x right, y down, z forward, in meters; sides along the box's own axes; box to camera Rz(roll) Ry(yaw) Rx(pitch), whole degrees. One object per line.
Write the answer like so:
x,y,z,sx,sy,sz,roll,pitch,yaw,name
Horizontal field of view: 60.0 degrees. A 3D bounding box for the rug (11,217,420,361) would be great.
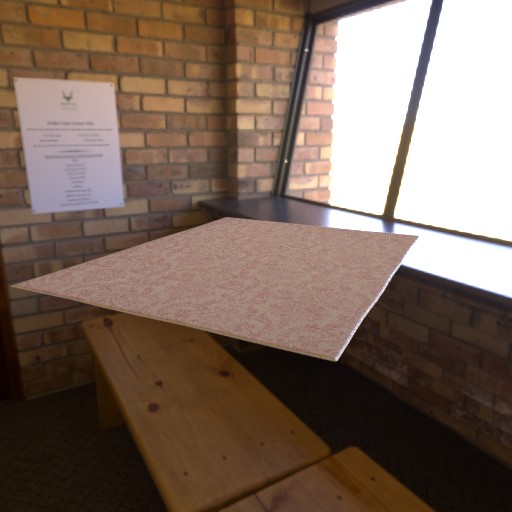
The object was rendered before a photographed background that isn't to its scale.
0.000,0.000,3.886,2.363,0.012,2.980,8,17,26,rug
